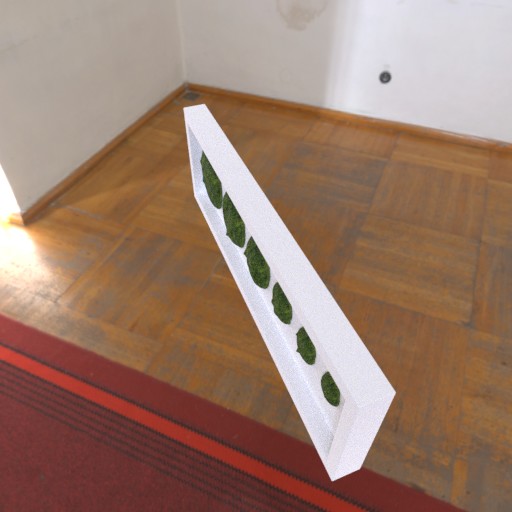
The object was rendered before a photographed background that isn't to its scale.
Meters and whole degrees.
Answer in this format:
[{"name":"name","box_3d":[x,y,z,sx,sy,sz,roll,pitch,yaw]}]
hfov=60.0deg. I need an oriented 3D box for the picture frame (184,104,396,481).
[{"name":"picture frame","box_3d":[0.000,0.000,0.845,0.050,0.250,0.759,-16,48,-15]}]
